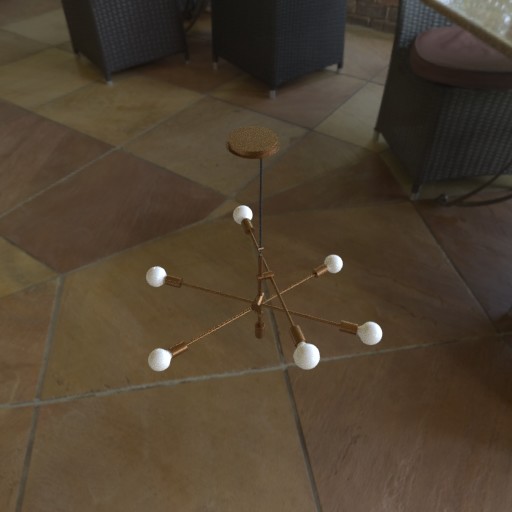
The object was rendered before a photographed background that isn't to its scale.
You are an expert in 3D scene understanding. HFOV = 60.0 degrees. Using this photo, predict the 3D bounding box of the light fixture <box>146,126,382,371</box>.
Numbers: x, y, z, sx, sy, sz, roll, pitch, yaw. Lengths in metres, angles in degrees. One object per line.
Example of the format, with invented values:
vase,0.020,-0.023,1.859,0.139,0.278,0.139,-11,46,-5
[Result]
light fixture,0.000,0.000,1.247,0.682,0.744,0.637,-5,45,-5
